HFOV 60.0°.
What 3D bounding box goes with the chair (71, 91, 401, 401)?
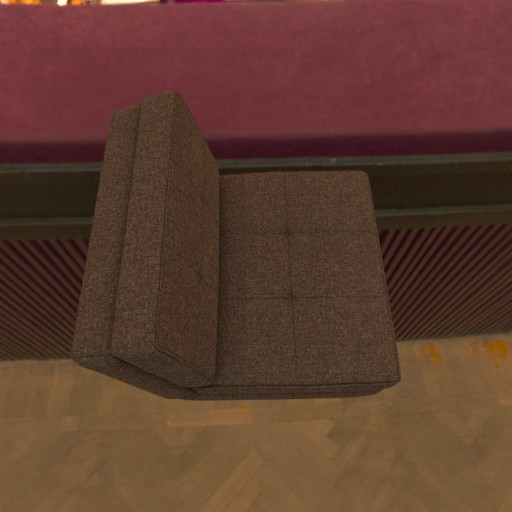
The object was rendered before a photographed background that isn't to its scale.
[{"bbox_3d":[0.000,0.000,1.299,0.800,0.615,0.740,-1,63,-1],"label":"chair"}]
